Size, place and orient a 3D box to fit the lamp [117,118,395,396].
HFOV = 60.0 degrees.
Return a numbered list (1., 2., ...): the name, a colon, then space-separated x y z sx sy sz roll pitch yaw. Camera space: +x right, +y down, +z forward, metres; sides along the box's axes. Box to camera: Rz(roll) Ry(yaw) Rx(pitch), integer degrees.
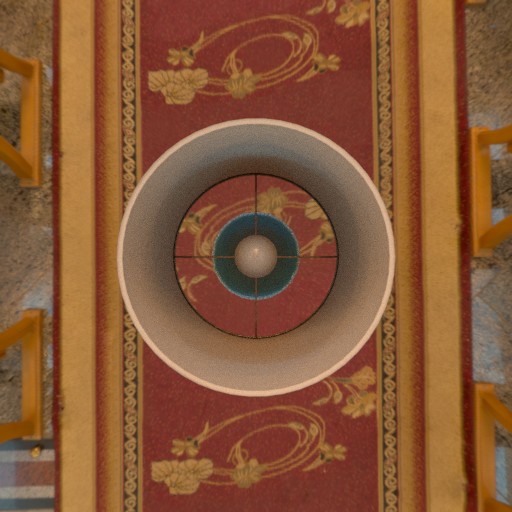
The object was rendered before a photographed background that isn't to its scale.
1. lamp: 0.000 0.000 0.741 0.278 0.597 0.278 0 90 0
